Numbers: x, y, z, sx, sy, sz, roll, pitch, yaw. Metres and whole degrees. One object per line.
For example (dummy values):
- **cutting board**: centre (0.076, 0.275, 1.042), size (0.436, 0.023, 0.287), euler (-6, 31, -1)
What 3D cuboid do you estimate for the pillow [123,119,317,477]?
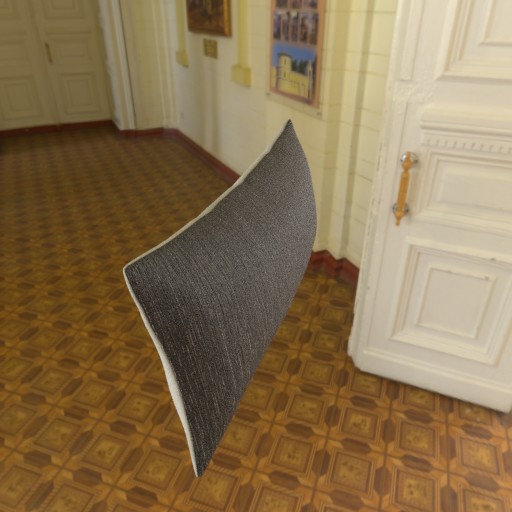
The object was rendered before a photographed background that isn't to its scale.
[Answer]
- **pillow**: centre (0.000, 0.000, 0.735), size (0.156, 0.305, 0.608), euler (10, 32, 16)
